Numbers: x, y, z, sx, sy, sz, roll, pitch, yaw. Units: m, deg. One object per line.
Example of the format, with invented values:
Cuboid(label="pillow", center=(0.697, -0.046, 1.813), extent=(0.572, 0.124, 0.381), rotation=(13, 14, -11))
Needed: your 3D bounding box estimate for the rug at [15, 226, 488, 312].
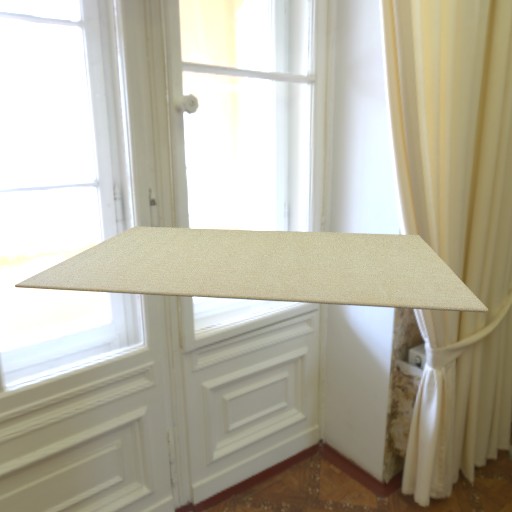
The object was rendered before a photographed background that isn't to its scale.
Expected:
Cuboid(label="rug", center=(0.000, 0.000, 2.272), extent=(1.848, 0.014, 1.238), rotation=(2, 15, 8))
